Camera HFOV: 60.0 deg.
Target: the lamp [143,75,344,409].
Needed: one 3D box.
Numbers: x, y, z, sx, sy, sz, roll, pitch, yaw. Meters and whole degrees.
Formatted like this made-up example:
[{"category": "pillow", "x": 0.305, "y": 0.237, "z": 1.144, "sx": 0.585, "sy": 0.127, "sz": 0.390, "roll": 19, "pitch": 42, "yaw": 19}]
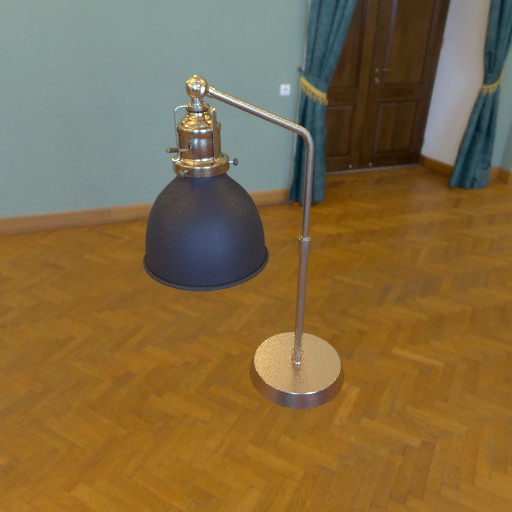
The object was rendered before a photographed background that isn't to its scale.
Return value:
[{"category": "lamp", "x": 0.000, "y": 0.000, "z": 0.591, "sx": 0.291, "sy": 0.456, "sz": 0.160, "roll": -8, "pitch": 31, "yaw": -14}]
